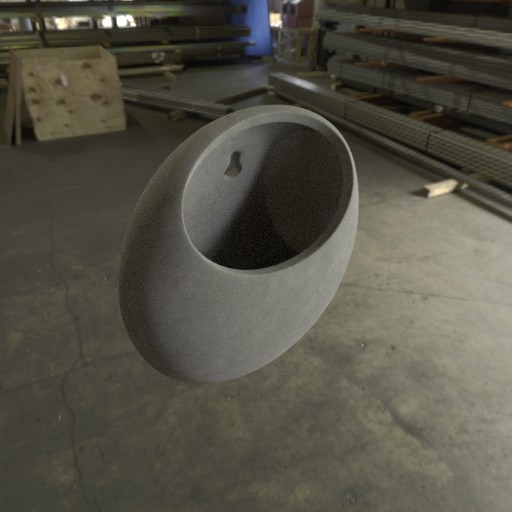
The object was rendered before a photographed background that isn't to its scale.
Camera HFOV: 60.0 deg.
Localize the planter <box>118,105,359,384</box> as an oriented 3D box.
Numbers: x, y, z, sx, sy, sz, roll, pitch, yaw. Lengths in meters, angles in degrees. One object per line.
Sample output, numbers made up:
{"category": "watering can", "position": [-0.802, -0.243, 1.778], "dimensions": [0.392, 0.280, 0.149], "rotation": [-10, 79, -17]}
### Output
{"category": "planter", "position": [0.000, 0.000, 0.287], "dimensions": [0.185, 0.188, 0.071], "rotation": [-24, 39, -33]}
